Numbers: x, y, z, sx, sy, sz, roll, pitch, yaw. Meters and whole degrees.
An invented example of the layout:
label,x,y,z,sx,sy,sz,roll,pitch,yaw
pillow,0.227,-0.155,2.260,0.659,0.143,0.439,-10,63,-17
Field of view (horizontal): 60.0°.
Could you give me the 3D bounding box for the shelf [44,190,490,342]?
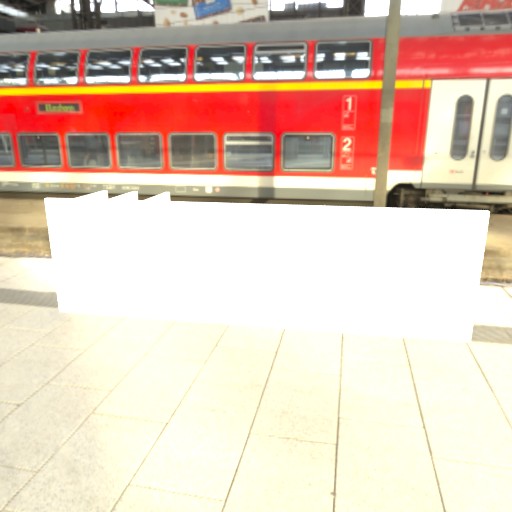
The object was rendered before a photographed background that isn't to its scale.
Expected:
label,x,y,z,sx,sy,sz,roll,pitch,yaw
shelf,0.000,0.000,1.139,1.020,0.300,0.200,3,16,9
